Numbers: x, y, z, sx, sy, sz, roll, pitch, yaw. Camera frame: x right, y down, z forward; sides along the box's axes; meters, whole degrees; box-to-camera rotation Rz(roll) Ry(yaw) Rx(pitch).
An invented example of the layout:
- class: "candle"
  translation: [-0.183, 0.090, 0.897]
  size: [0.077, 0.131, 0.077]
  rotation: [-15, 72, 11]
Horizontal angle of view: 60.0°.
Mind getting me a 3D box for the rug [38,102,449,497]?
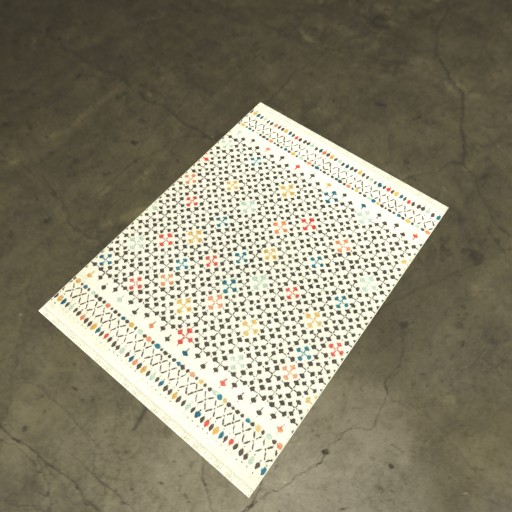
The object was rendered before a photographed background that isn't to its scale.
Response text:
- class: "rug"
  translation: [0.000, 0.000, 2.016]
  size: [1.146, 0.006, 1.556]
  rotation: [34, 67, 17]
